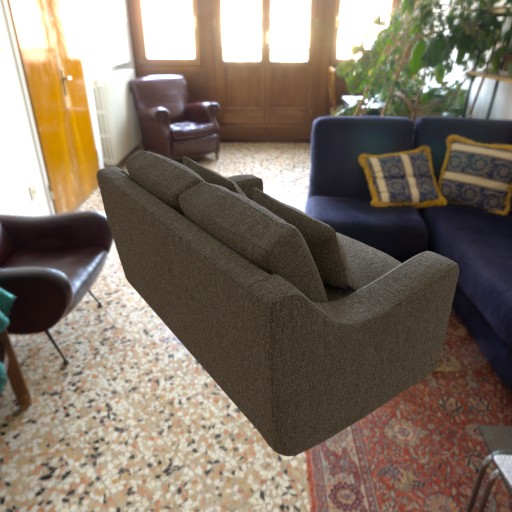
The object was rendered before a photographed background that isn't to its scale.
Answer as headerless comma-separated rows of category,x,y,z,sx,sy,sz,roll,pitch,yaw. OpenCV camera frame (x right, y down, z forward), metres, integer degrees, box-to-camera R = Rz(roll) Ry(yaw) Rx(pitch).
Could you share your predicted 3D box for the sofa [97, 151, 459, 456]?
sofa,0.000,0.000,2.406,1.120,0.991,1.778,-18,32,-30
